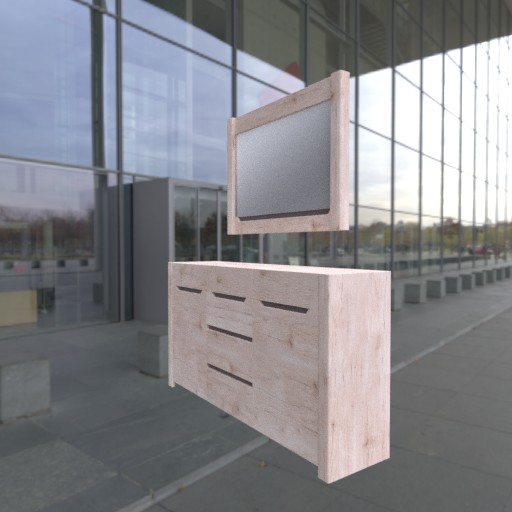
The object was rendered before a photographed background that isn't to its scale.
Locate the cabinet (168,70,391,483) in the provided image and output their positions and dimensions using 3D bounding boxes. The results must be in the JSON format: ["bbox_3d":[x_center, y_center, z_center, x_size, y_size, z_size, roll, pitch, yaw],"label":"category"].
[{"bbox_3d":[0.000,0.000,2.743,0.420,1.981,1.700,-1,2,-35],"label":"cabinet"}]
